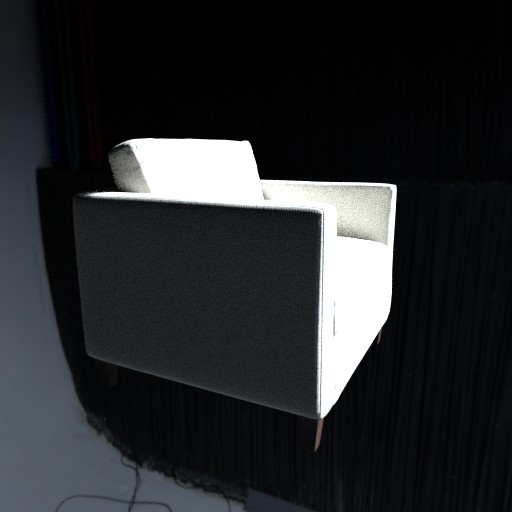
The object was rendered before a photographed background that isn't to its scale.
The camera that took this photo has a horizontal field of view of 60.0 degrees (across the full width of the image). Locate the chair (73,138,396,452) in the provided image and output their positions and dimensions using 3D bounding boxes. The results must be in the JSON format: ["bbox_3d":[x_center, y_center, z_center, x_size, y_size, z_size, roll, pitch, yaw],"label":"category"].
[{"bbox_3d":[0.000,0.000,1.777,0.959,0.919,0.996,6,14,26],"label":"chair"}]
